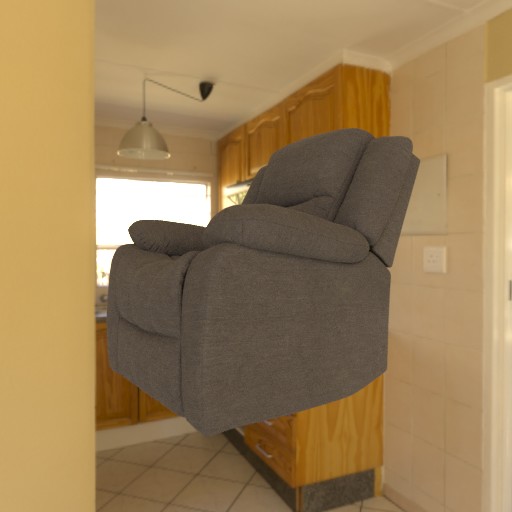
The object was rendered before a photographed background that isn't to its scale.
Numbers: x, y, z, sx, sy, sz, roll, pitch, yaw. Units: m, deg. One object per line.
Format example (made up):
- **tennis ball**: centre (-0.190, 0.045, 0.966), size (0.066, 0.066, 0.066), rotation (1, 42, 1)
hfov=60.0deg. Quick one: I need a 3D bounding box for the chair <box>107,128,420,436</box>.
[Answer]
- **chair**: centre (0.000, 0.000, 1.699), size (0.944, 1.008, 0.899), rotation (-1, 1, -35)
